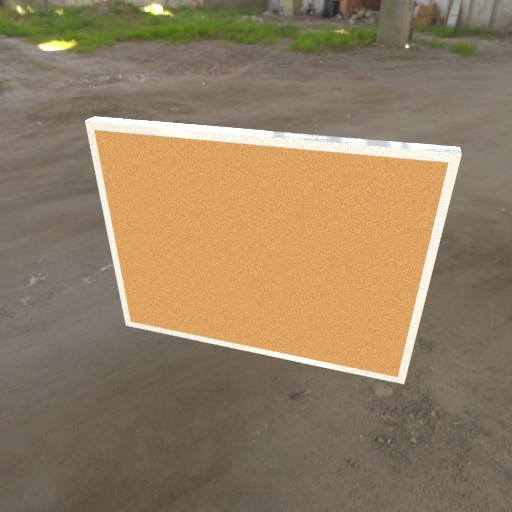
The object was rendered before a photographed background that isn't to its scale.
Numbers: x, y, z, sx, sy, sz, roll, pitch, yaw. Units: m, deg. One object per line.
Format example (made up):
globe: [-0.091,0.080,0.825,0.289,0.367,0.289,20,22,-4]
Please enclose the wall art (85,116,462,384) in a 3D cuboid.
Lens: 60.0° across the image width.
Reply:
wall art: [0.000,0.000,1.413,1.041,0.787,0.053,9,33,14]
